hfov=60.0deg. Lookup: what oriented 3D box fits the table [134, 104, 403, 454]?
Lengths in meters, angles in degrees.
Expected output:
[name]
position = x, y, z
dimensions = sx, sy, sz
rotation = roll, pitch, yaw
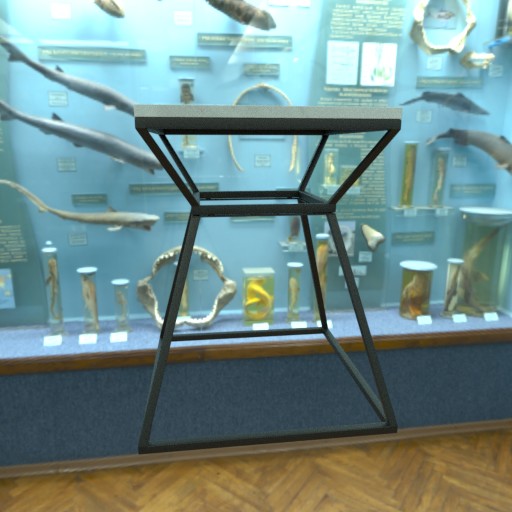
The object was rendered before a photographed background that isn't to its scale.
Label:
[table]
position = 0.000, 0.000, 0.919
dimensions = 0.455, 0.559, 0.455
rotation = -2, 14, -7
